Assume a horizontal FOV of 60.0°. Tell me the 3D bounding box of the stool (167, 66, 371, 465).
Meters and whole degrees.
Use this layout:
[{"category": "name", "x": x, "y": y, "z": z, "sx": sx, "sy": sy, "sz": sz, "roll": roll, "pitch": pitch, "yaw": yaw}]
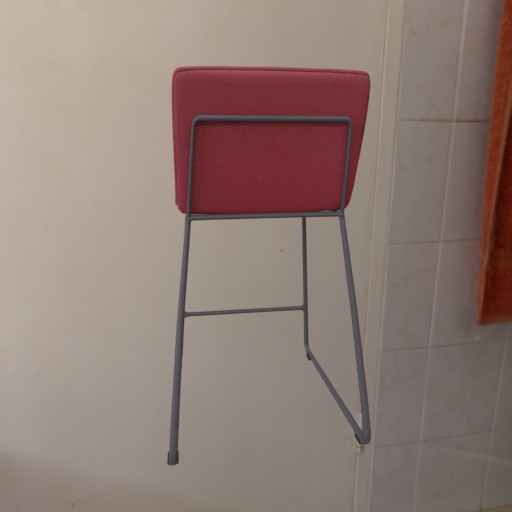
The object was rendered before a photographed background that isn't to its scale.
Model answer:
[{"category": "stool", "x": 0.000, "y": 0.000, "z": 1.177, "sx": 0.489, "sy": 0.866, "sz": 0.524, "roll": -2, "pitch": 15, "yaw": -9}]
